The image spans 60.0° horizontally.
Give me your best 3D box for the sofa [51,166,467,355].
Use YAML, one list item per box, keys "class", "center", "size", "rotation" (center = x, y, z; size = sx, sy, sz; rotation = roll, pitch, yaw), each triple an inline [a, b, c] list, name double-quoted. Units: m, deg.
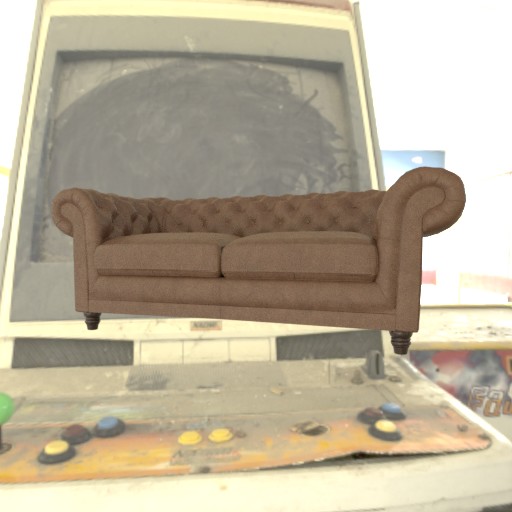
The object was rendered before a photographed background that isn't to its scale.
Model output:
- class: "sofa"
  center: [0.000, 0.000, 2.461]
  size: [2.048, 0.784, 0.955]
  rotation: [0, 1, 20]
